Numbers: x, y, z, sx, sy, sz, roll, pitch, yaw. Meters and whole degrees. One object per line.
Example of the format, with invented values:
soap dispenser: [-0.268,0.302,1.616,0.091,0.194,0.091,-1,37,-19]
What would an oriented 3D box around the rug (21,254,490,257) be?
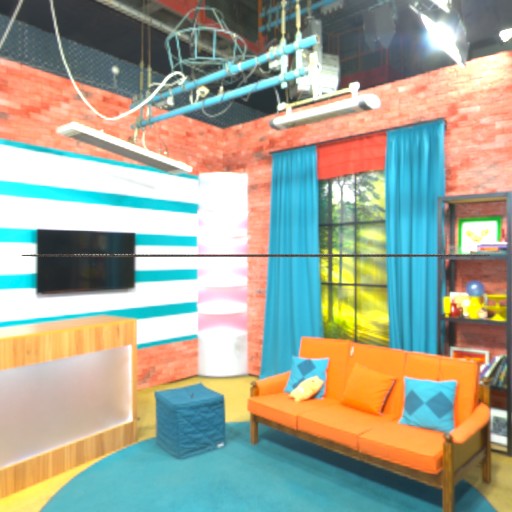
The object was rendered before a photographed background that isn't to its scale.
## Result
rug: [0.000,0.000,3.056,2.435,0.011,1.517,0,0,1]
